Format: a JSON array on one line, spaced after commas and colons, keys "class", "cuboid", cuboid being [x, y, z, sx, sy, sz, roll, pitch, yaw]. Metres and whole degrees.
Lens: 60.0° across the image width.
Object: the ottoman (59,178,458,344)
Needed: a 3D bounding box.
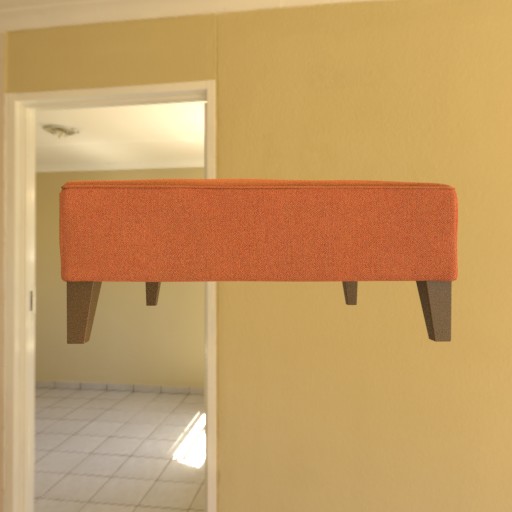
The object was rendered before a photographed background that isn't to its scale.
[{"class": "ottoman", "cuboid": [0.000, 0.000, 1.563, 0.997, 0.438, 0.999, 0, -1, -2]}]
